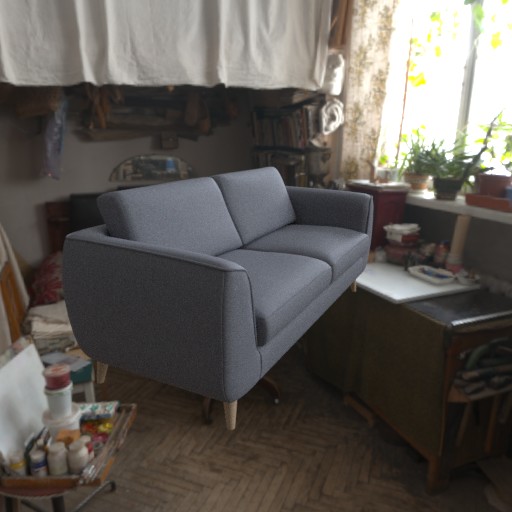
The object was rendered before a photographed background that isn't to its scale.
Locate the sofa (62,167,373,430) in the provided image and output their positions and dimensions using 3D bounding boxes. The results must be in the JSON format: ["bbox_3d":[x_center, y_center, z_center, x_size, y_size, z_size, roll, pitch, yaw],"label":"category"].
[{"bbox_3d":[0.000,0.000,2.545,0.920,0.870,2.000,8,18,27],"label":"sofa"}]
